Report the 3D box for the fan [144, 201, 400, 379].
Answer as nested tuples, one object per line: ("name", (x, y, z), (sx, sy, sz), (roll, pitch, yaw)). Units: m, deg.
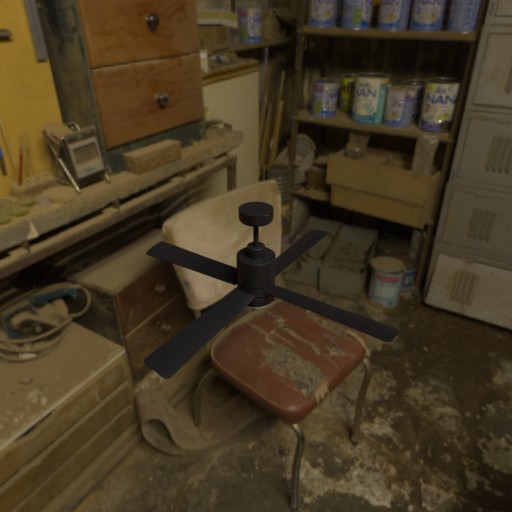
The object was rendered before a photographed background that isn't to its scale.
("fan", (0.000, 0.000, 2.287), (1.525, 0.534, 1.525), (19, 35, 29))
